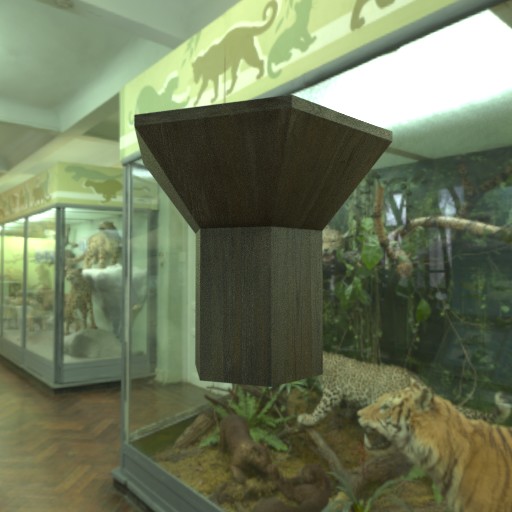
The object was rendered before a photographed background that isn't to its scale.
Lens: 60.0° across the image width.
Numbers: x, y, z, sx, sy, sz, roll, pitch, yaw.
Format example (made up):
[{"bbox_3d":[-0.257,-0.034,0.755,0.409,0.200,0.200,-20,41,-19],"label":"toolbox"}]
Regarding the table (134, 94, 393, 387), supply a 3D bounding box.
[{"bbox_3d":[0.000,0.000,1.154,0.683,0.586,0.592,0,-2,19],"label":"table"}]
